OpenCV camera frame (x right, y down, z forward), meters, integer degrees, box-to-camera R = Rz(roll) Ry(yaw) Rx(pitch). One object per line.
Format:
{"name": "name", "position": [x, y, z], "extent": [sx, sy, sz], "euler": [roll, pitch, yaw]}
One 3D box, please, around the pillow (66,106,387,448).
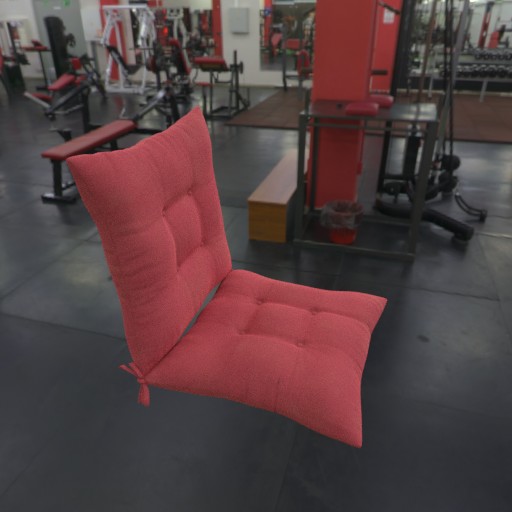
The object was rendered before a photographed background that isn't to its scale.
{"name": "pillow", "position": [0.000, 0.000, 0.989], "extent": [0.585, 0.536, 0.541], "euler": [9, 30, 17]}
